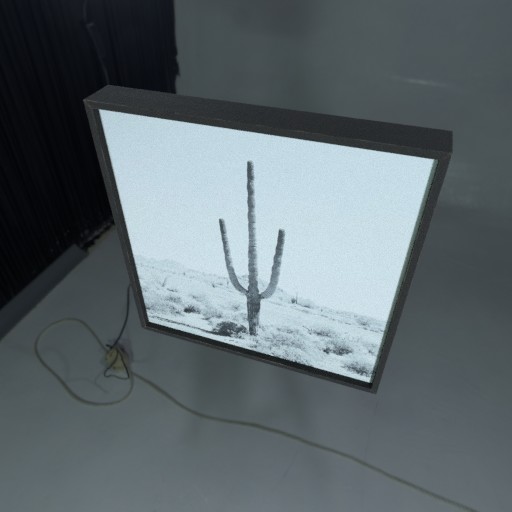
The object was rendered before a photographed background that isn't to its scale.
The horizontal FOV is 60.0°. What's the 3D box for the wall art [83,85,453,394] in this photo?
[{"bbox_3d":[0.000,0.000,0.461,0.305,0.305,0.038,12,42,14],"label":"wall art"}]
